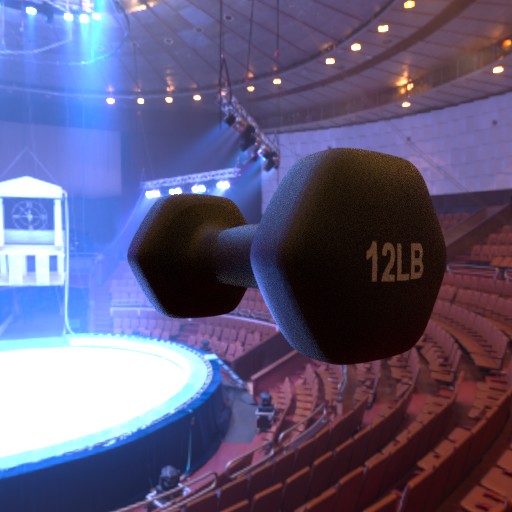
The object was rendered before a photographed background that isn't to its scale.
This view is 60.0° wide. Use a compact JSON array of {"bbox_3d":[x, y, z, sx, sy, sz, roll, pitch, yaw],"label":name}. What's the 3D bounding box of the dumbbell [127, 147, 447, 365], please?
[{"bbox_3d":[0.000,0.000,0.294,0.112,0.101,0.231,0,0,-33],"label":"dumbbell"}]
